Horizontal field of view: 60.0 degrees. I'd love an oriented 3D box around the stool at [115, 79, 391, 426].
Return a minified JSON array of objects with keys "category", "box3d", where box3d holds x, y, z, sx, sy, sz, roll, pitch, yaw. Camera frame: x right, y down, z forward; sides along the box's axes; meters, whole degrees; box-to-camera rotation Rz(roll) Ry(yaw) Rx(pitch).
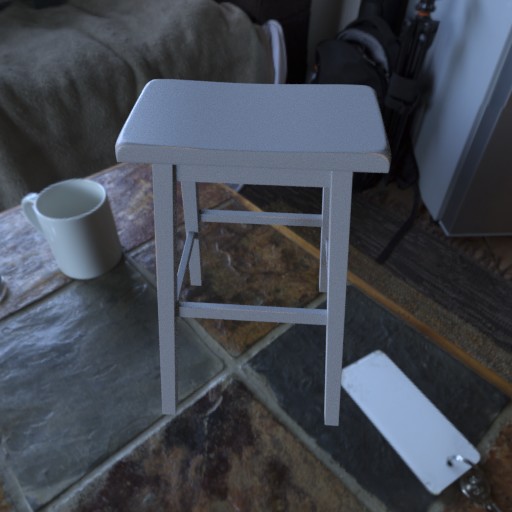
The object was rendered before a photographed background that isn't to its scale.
[{"category":"stool","box3d":[0.000,0.000,1.049,0.457,0.737,0.476,3,46,3]}]
